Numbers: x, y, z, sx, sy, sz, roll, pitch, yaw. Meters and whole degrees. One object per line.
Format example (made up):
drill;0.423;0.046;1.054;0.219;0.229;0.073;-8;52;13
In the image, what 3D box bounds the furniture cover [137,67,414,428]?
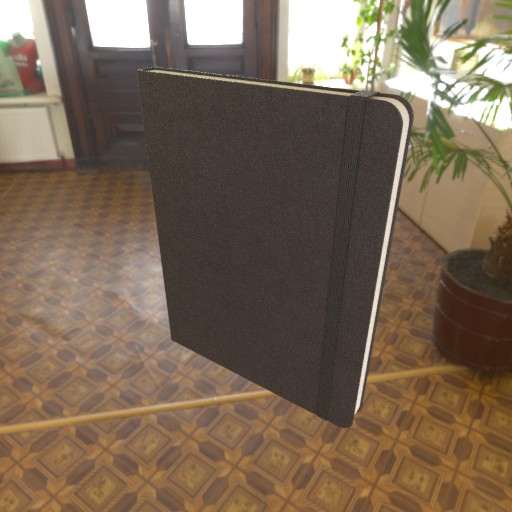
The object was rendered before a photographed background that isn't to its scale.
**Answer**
furniture cover;0.000;0.000;0.377;0.216;0.281;0.023;19;36;29
